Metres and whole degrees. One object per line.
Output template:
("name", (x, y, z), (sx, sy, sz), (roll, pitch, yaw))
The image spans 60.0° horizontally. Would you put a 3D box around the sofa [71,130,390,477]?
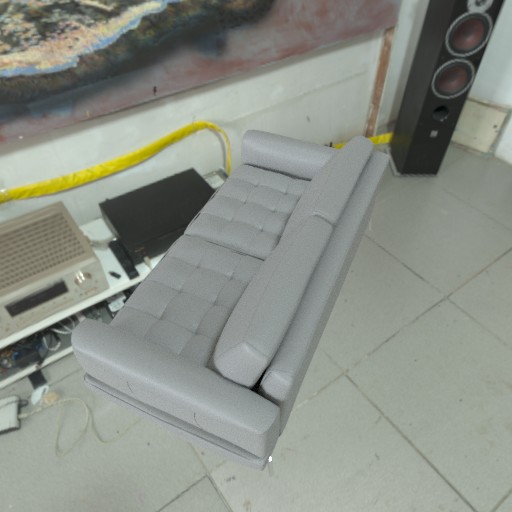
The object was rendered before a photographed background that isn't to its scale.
("sofa", (0.000, 0.000, 2.732), (1.121, 0.930, 2.177), (18, 50, 16))
